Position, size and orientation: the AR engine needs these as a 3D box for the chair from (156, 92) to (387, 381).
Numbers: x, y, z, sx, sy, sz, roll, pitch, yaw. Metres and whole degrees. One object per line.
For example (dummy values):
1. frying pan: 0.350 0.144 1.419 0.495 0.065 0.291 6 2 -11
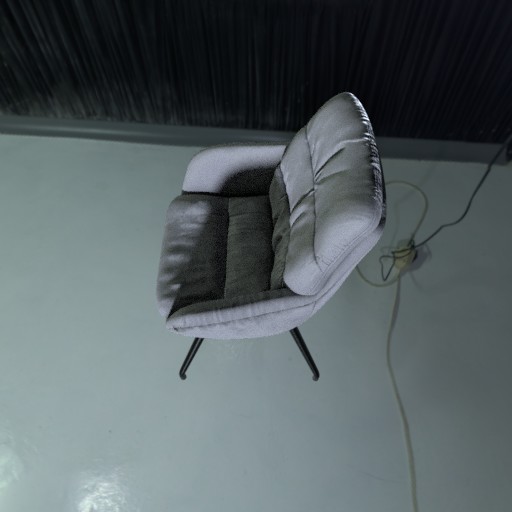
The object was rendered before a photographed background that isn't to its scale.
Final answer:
1. chair: 0.000 0.000 1.312 0.569 0.888 0.579 0 59 0
